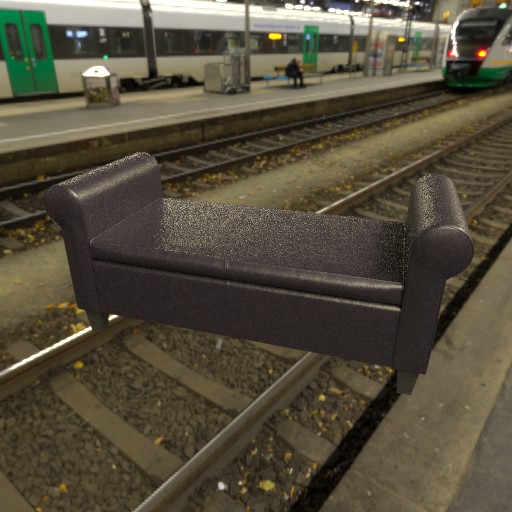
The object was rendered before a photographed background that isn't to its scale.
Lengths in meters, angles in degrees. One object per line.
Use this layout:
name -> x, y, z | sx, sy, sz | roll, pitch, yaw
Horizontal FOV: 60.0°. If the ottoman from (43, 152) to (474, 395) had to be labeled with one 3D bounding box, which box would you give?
ottoman -> 0.000, 0.000, 1.539 | 1.256, 0.547, 0.521 | 8, 26, 16
